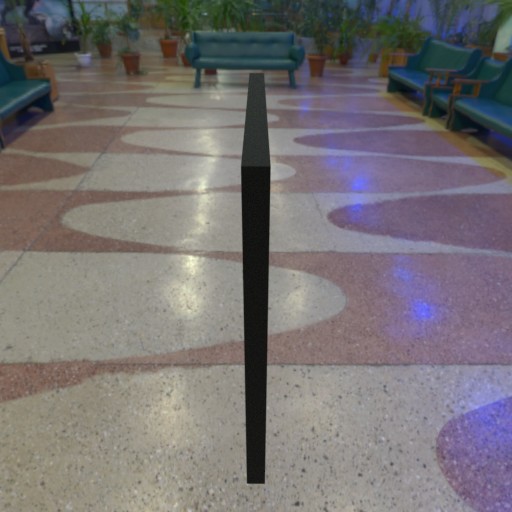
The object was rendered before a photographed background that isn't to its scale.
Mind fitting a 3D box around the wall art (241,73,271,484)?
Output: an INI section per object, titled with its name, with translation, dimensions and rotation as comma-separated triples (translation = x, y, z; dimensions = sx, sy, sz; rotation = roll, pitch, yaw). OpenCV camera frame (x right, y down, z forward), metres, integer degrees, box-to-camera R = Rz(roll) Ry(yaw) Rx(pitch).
[wall art]
translation = 0.000, 0.000, 1.138
dimensions = 0.044, 0.758, 0.758
rotation = 0, 32, 0
